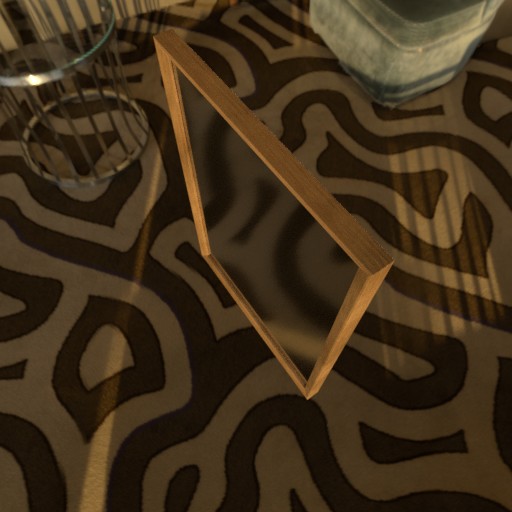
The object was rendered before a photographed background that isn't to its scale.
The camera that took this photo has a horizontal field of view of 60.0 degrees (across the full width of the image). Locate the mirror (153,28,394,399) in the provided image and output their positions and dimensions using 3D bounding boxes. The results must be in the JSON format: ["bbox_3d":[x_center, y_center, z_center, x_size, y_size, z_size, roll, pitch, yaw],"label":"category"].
[{"bbox_3d":[0.000,0.000,0.909,0.039,0.711,0.508,-31,66,-16],"label":"mirror"}]
